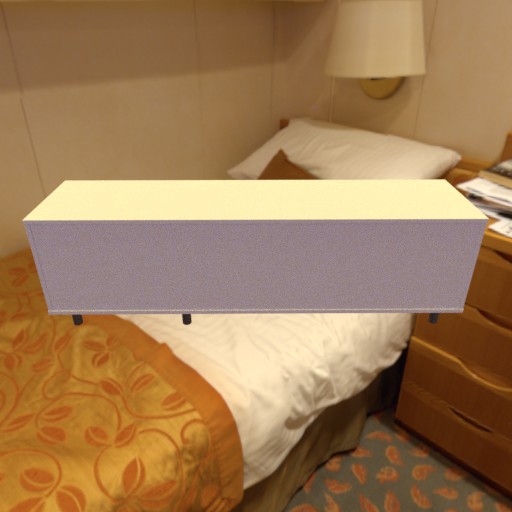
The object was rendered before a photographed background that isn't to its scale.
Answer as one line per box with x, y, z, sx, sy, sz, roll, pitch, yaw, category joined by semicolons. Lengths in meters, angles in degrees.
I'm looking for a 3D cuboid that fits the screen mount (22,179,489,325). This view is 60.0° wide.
0.000;0.000;1.828;1.600;0.520;0.418;0;29;0;screen mount
